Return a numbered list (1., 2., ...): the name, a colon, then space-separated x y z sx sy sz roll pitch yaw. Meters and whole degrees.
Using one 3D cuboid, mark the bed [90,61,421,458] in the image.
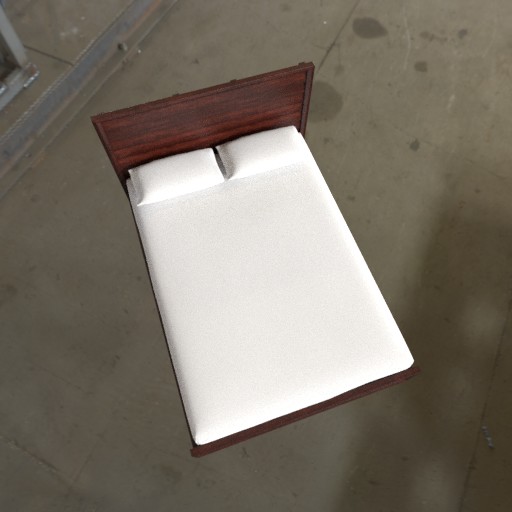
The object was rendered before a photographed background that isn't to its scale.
1. bed: 0.000 0.000 4.018 2.040 1.492 2.803 -17 65 -8
